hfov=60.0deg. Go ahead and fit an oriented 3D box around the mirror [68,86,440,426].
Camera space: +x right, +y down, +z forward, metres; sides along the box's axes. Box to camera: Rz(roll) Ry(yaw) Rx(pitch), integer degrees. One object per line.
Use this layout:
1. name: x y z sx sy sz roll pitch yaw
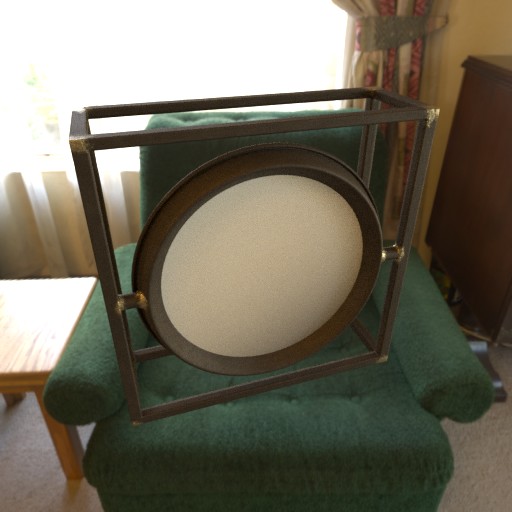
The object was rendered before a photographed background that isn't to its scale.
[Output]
1. mirror: 0.000 0.000 0.467 0.306 0.303 0.107 -10 33 -15
